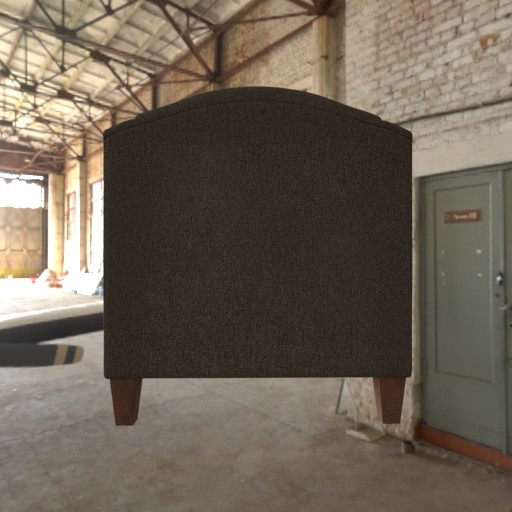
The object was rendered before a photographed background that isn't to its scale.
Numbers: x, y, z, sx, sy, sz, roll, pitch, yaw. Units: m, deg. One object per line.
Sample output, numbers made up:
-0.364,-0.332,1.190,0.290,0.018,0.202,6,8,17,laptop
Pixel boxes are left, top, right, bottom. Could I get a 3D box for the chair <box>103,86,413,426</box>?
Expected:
0.000,0.000,1.447,0.763,0.839,0.787,0,0,-1,chair
